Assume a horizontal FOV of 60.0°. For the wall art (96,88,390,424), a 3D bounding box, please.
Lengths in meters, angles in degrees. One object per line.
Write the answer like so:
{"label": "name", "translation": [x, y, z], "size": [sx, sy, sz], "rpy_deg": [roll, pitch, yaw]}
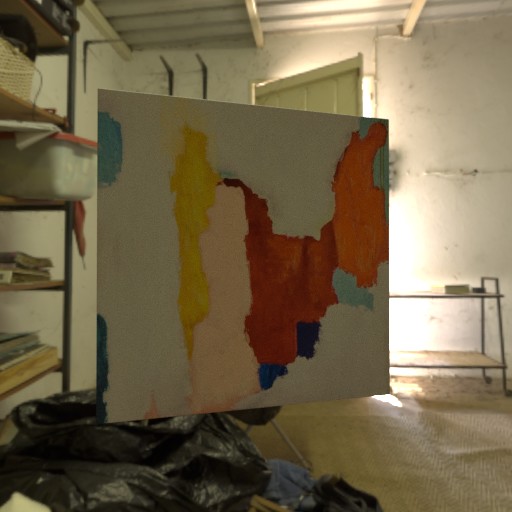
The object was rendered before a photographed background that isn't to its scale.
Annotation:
{"label": "wall art", "translation": [0.000, 0.000, 1.506], "size": [1.017, 1.017, 0.044], "rpy_deg": [0, -1, -17]}
